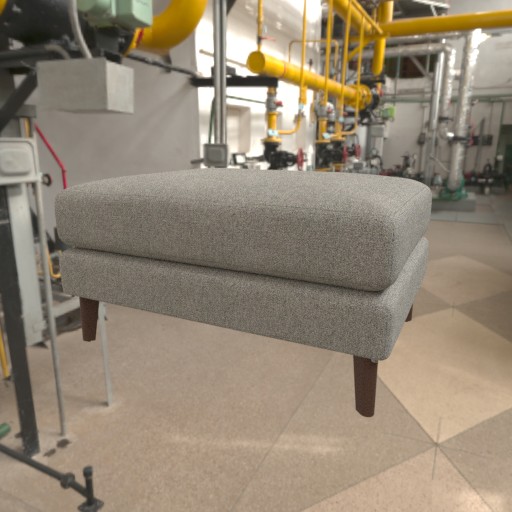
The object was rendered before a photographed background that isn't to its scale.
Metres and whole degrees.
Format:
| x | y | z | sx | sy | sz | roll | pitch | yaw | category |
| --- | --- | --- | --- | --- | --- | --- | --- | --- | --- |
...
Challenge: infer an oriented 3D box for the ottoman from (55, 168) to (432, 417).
| x | y | z | sx | sy | sz | roll | pitch | yaw | category |
| --- | --- | --- | --- | --- | --- | --- | --- | --- | --- |
| 0.000 | 0.000 | 1.197 | 0.821 | 0.441 | 0.611 | 7 | 17 | 25 | ottoman |
